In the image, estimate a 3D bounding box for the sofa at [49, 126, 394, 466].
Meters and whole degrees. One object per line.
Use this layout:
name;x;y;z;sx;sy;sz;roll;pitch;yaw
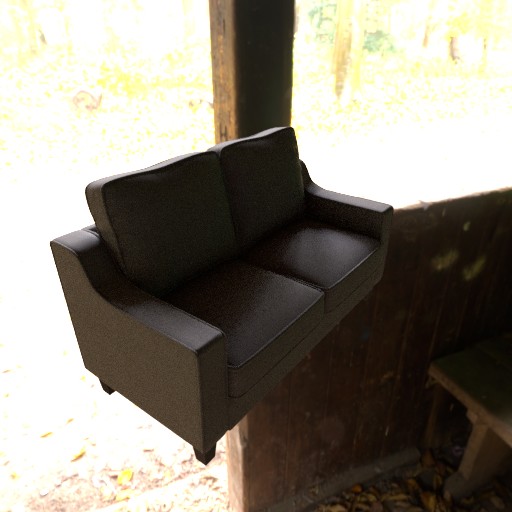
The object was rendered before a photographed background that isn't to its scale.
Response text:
sofa;0.000;0.000;2.065;0.791;0.948;1.500;20;34;32
